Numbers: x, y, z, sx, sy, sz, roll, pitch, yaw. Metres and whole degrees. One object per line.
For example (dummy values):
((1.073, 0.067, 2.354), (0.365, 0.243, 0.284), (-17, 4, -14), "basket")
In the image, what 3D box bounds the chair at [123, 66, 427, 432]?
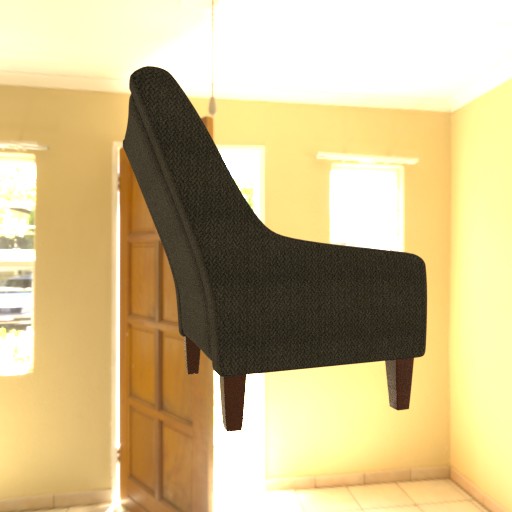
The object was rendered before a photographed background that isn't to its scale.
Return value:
((0.000, 0.000, 1.666), (0.944, 1.012, 0.793), (0, 0, -18), "chair")
